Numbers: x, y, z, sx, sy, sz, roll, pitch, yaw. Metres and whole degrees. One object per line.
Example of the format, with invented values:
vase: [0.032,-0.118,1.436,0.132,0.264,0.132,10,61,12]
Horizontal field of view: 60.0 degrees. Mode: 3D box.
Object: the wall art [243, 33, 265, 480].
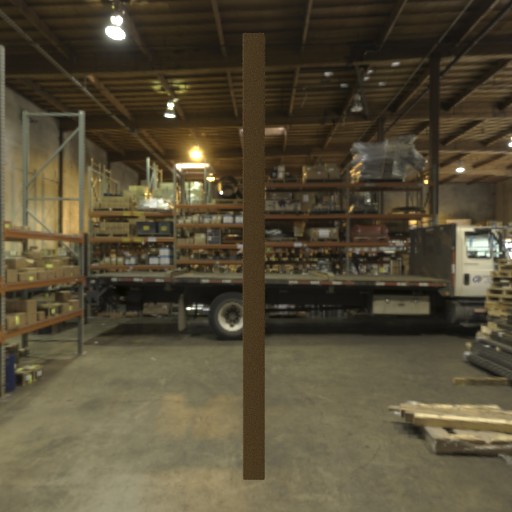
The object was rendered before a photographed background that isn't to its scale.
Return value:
wall art: [0.000,0.000,1.135,0.037,0.761,0.761,0,0,1]
